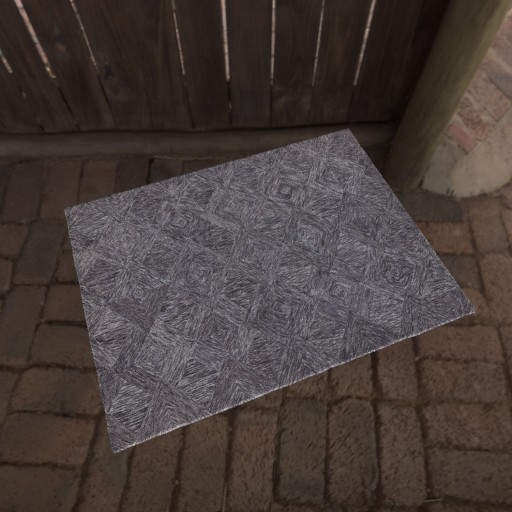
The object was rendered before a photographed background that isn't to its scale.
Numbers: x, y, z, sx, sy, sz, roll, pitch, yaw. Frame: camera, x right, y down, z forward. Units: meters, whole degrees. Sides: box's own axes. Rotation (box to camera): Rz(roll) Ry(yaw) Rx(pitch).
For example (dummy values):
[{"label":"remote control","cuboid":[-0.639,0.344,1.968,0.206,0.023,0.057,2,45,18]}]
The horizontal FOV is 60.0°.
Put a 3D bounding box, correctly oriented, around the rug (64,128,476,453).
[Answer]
[{"label":"rug","cuboid":[0.000,0.000,4.166,3.204,0.017,2.448,-18,60,-11]}]
